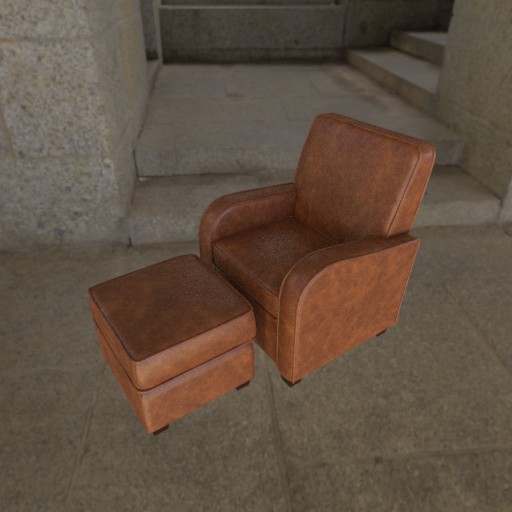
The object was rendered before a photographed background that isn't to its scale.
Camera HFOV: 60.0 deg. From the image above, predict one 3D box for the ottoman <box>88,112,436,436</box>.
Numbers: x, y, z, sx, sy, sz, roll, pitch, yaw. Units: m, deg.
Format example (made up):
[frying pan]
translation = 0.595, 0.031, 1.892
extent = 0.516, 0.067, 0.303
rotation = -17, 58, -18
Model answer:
[ottoman]
translation = 0.000, 0.000, 1.861
extent = 1.314, 0.904, 0.732
rotation = -21, 38, -29
